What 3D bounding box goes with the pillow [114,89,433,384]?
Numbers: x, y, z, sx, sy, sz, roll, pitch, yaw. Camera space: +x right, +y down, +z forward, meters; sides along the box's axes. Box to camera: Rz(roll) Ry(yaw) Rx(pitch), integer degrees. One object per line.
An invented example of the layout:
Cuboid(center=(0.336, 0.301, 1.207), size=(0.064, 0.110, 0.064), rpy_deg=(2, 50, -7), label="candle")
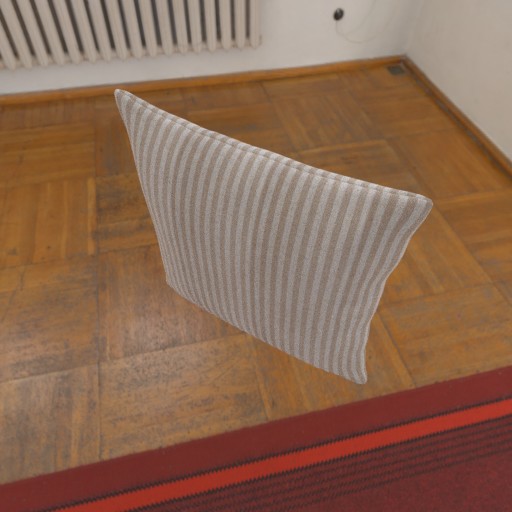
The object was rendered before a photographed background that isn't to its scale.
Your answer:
Cuboid(center=(0.000, 0.000, 0.814), size=(0.523, 0.510, 0.166), rpy_deg=(25, 53, 20), label="pillow")
